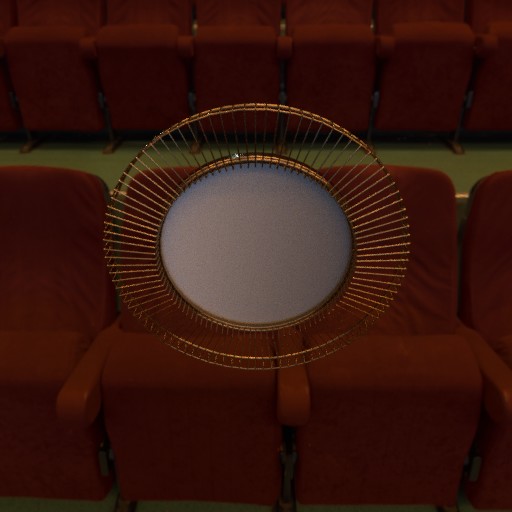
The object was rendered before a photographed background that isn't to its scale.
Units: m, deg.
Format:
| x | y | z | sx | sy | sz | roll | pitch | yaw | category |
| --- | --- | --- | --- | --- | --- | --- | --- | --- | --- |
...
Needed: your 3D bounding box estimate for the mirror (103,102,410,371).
| x | y | z | sx | sy | sz | roll | pitch | yaw | category |
| --- | --- | --- | --- | --- | --- | --- | --- | --- | --- |
| 0.000 | 0.000 | 1.055 | 0.703 | 0.703 | 0.067 | 1 | 32 | 1 | mirror |
